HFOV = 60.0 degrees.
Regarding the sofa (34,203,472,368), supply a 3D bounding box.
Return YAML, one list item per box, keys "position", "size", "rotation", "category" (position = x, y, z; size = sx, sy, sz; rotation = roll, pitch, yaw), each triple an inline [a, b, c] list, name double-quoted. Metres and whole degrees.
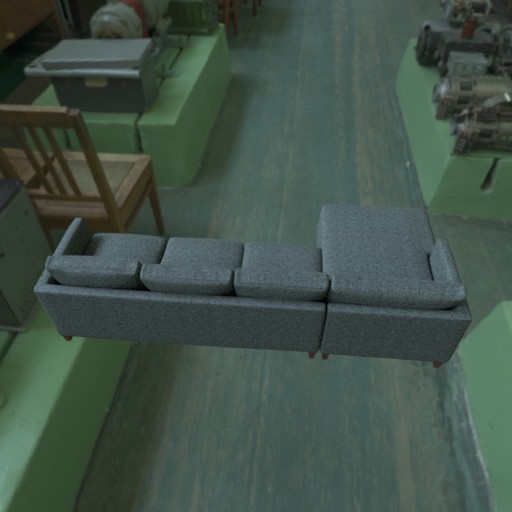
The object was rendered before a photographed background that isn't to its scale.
- position: [0.000, 0.000, 4.189]
  size: [3.485, 0.960, 1.635]
  rotation: [3, 46, 3]
  category: "sofa"
